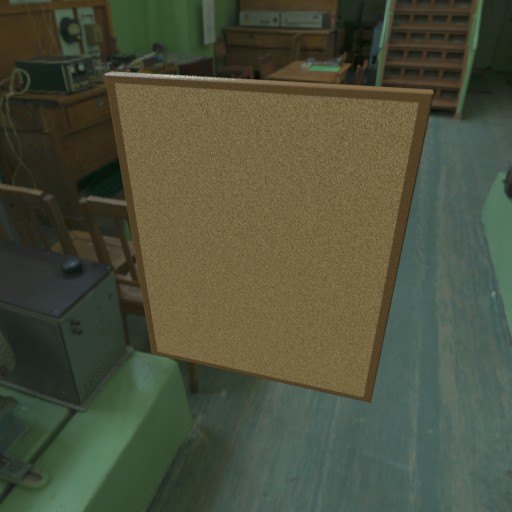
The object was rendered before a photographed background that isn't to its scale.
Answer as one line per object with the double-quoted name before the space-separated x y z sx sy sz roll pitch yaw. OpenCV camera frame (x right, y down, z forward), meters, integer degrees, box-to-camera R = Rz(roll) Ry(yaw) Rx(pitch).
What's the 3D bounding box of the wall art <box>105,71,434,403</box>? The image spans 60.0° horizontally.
"wall art" 0.000 0.000 0.736 0.449 0.550 0.021 9 33 14
